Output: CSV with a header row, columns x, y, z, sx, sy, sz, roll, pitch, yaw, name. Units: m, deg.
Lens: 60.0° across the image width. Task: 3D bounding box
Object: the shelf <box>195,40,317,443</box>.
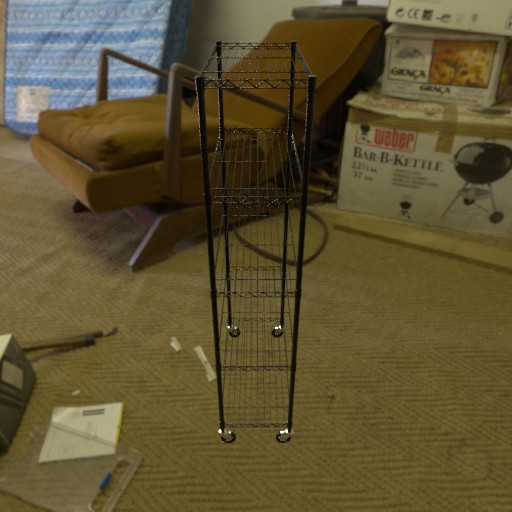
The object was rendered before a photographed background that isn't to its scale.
x,y,z,sx,sy,sz,roll,pitch,yaw,name
0.000,0.000,1.970,0.356,1.645,0.762,0,33,0,shelf
